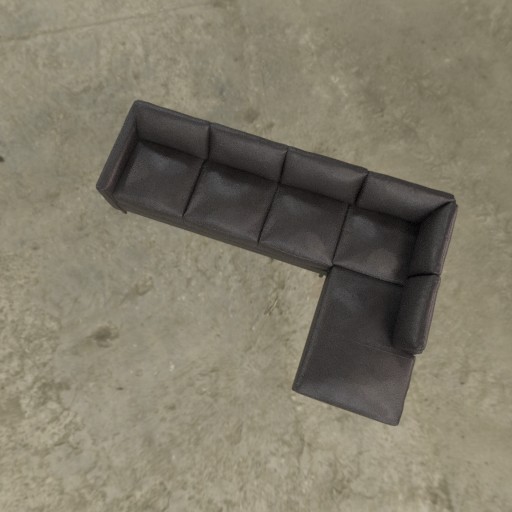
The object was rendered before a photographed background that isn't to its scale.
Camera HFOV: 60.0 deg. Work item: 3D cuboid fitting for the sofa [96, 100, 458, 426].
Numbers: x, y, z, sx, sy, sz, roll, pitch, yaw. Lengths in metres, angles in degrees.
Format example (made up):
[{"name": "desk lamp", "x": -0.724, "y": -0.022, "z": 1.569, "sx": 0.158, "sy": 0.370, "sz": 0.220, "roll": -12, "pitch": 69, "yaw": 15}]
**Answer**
[{"name": "sofa", "x": 0.000, "y": 0.000, "z": 3.823, "sx": 2.984, "sy": 0.877, "sz": 1.938, "roll": 18, "pitch": 76, "yaw": 5}]
